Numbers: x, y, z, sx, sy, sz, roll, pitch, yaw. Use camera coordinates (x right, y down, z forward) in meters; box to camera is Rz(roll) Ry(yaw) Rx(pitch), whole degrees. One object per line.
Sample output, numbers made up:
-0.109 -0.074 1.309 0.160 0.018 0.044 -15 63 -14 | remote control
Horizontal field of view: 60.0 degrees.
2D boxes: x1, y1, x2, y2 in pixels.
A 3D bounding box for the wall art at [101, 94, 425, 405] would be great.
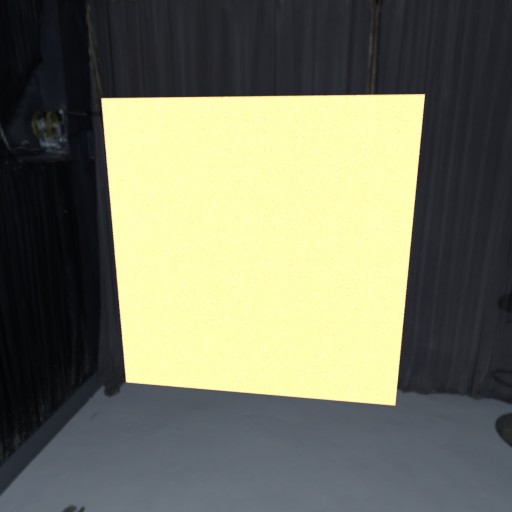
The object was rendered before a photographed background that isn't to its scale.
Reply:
0.000 0.000 0.845 0.554 0.572 0.037 2 16 9 | wall art
